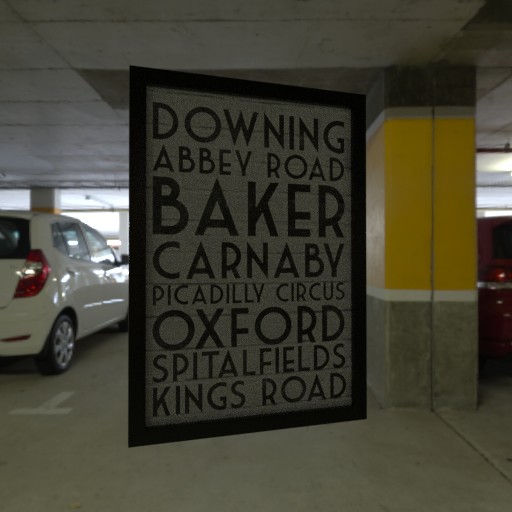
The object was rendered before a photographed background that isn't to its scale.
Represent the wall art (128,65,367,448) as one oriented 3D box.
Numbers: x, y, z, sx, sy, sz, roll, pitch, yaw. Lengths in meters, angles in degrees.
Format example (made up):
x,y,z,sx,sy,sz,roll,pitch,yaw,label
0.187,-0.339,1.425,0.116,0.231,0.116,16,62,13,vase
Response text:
x,y,z,sx,sy,sz,roll,pitch,yaw,label
0.000,0.000,0.551,0.304,0.432,0.013,0,-1,-17,wall art
